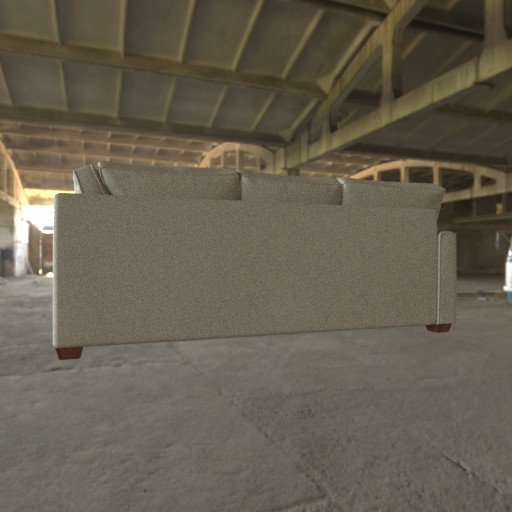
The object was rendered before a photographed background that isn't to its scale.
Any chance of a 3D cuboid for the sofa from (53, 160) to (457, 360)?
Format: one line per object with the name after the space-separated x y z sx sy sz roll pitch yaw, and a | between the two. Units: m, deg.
0.000 0.000 2.873 2.317 0.962 1.061 0 0 -20 | sofa
